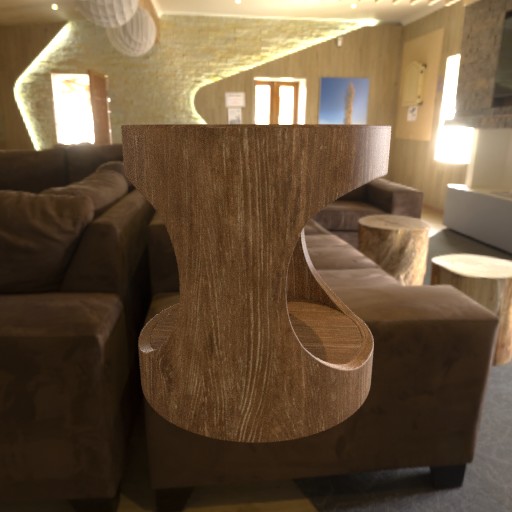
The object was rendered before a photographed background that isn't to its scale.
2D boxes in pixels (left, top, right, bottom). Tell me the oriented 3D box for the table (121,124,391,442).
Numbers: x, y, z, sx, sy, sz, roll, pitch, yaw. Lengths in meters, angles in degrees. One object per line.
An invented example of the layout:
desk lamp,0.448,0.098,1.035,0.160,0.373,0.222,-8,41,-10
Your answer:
table,0.000,0.000,0.976,0.527,0.551,0.527,0,16,0
